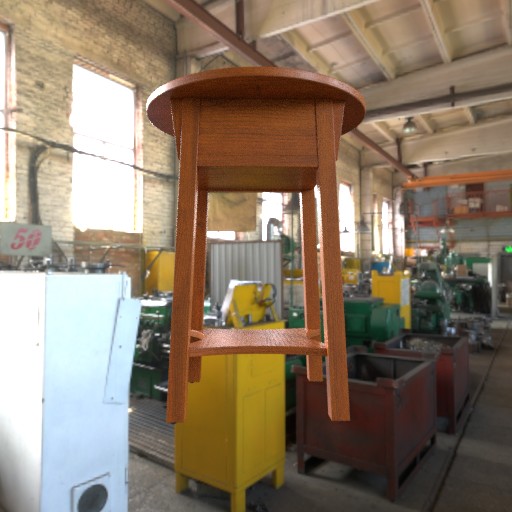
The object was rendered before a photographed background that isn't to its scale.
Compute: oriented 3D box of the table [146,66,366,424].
[{"bbox_3d":[0.000,0.000,0.945,0.457,0.610,0.457,0,-1,0],"label":"table"}]
